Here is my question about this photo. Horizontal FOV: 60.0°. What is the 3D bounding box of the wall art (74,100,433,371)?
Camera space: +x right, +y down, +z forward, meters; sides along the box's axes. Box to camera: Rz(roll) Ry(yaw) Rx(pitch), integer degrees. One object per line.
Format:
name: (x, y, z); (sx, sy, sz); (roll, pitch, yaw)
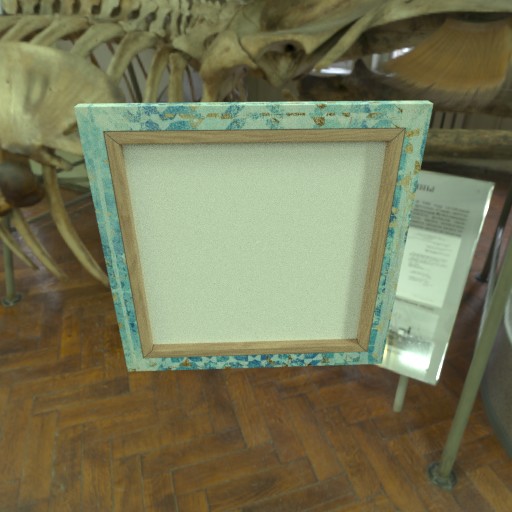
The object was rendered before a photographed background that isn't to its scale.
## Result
wall art: (0.000, 0.000, 1.378); (0.916, 0.916, 0.040); (-1, 31, -2)
